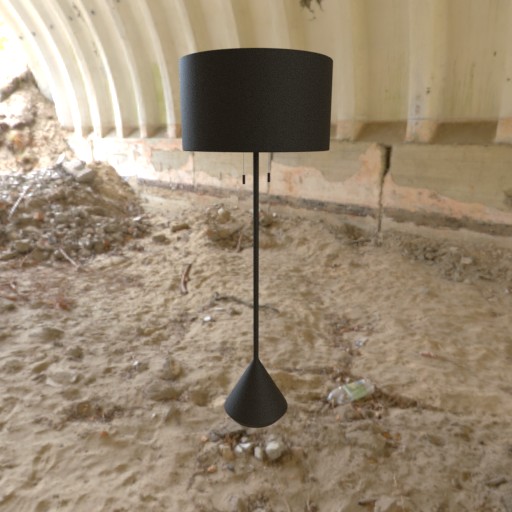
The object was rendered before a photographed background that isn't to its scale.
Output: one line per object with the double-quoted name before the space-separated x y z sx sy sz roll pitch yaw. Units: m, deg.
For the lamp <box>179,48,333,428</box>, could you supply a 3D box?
"lamp" 0.000 0.000 1.884 0.580 1.526 0.580 2 15 9
